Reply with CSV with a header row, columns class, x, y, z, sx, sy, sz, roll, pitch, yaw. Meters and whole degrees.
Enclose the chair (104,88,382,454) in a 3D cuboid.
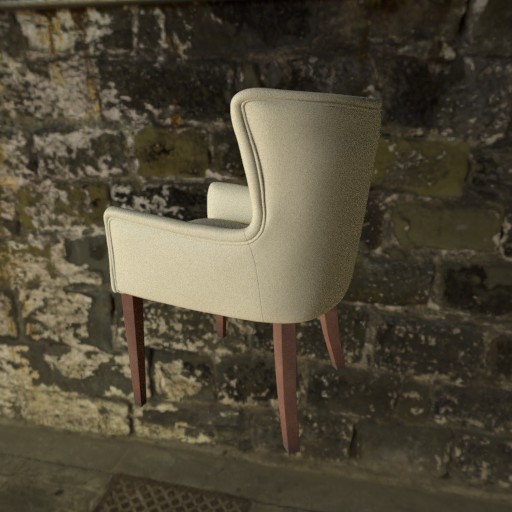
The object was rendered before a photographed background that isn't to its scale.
class,x,y,z,sx,sy,sz,roll,pitch,yaw
chair,0.000,0.000,1.394,0.686,0.952,0.660,8,19,25
